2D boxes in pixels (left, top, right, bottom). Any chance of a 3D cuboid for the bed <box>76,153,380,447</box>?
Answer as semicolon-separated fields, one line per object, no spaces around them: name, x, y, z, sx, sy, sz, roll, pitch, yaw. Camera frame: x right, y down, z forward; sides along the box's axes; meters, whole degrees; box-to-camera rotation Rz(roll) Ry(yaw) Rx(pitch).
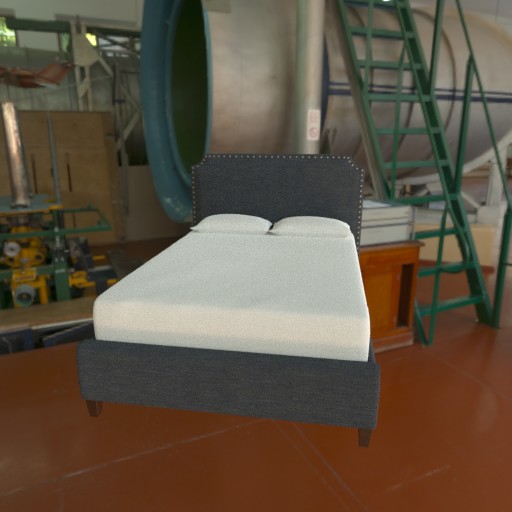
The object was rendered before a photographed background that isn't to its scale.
bed;0.000;0.000;3.421;1.713;1.443;2.372;3;16;9
